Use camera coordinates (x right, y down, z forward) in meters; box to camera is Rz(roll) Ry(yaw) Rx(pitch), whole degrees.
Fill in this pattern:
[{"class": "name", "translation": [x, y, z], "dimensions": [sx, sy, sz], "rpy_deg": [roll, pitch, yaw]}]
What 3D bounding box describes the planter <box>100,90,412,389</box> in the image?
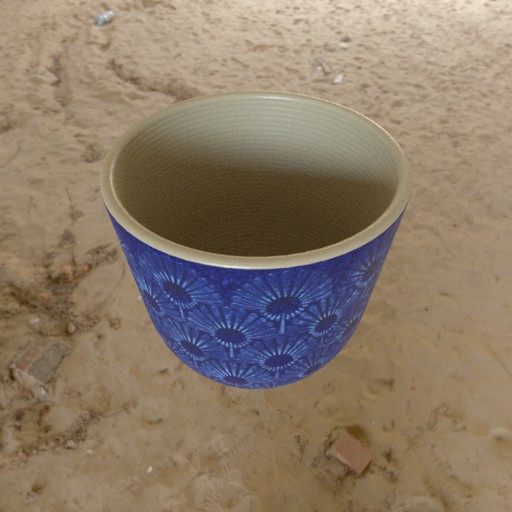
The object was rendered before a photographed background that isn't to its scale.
[{"class": "planter", "translation": [0.000, 0.000, 0.366], "dimensions": [0.206, 0.190, 0.206], "rpy_deg": [0, 45, 0]}]
